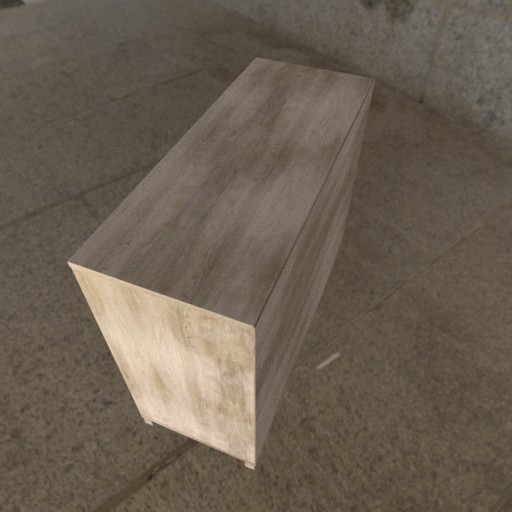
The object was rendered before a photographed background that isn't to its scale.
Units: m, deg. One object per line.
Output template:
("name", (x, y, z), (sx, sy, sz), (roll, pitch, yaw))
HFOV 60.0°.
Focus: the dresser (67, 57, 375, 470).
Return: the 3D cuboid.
("dresser", (0.000, 0.000, 1.439), (0.404, 0.816, 0.994), (17, 50, 15))
